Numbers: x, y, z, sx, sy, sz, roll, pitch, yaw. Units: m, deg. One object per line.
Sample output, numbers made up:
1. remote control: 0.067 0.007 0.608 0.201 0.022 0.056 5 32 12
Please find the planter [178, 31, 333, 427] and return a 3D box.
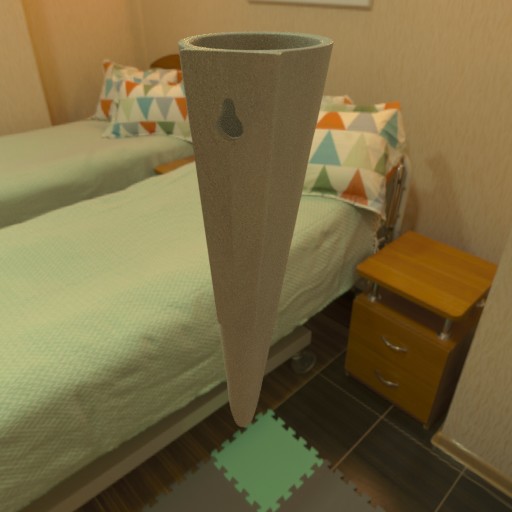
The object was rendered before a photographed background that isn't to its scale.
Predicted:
1. planter: 0.000 0.000 0.217 0.057 0.191 0.064 9 33 14
